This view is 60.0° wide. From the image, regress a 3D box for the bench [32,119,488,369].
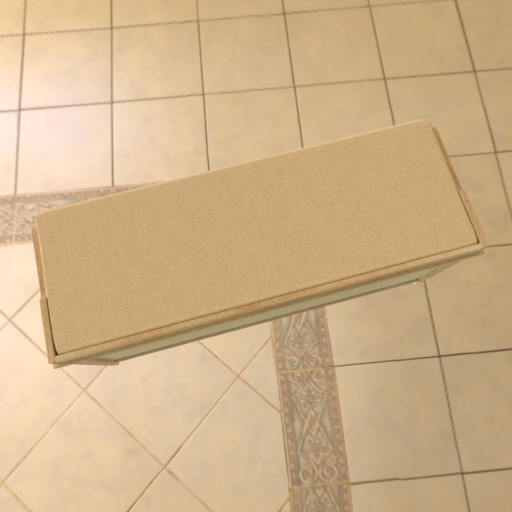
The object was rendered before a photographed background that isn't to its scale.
[{"bbox_3d":[0.000,0.000,1.373,1.140,0.501,0.398,-15,76,-4],"label":"bench"}]
